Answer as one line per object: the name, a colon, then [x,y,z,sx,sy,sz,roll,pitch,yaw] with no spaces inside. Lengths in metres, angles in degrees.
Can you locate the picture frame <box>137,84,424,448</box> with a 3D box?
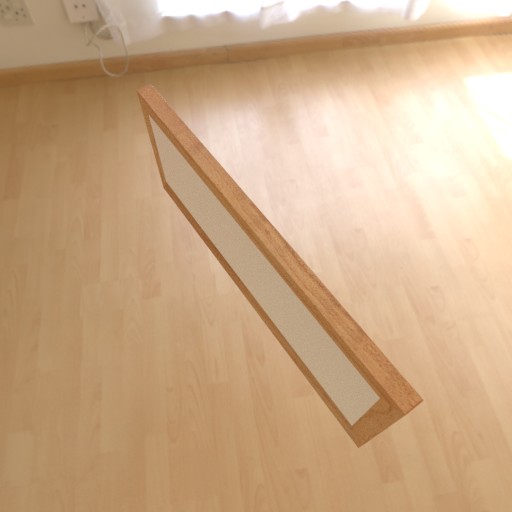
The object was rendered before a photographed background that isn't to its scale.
picture frame: [0.000,0.000,0.666,0.045,0.234,0.582,-31,64,-17]
